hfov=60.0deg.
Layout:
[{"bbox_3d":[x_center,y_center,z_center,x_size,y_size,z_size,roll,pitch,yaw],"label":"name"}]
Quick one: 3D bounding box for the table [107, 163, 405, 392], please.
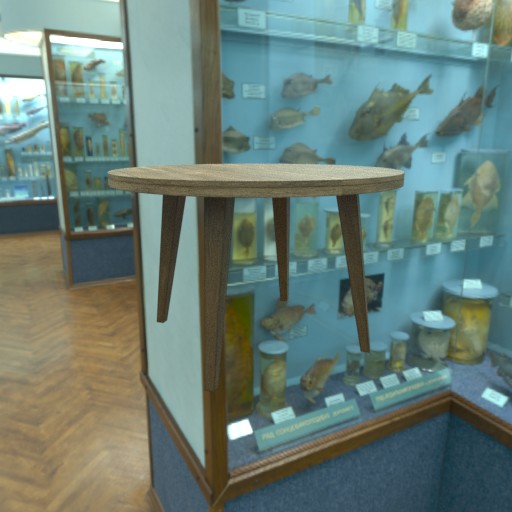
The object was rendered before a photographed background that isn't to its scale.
[{"bbox_3d":[0.000,0.000,1.994,1.213,0.764,1.213,0,14,0],"label":"table"}]
